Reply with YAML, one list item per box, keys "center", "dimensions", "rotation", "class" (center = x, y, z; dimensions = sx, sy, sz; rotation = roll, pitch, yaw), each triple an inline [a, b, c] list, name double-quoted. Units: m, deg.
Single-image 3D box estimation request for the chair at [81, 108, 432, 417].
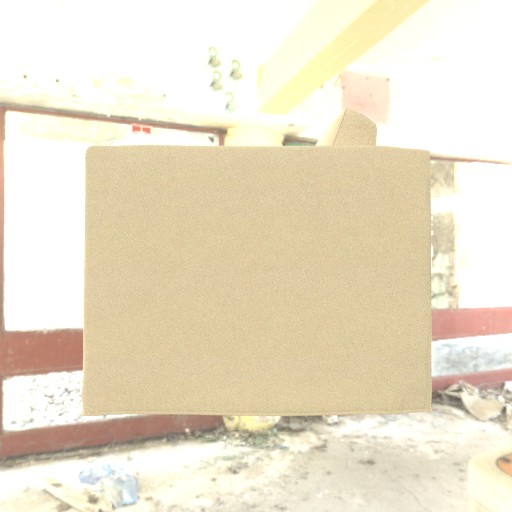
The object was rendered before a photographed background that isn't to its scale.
- center: [0.000, 0.000, 1.668]
  dimensions: [0.947, 0.851, 1.057]
  rotation: [0, -1, 0]
  class: "chair"
